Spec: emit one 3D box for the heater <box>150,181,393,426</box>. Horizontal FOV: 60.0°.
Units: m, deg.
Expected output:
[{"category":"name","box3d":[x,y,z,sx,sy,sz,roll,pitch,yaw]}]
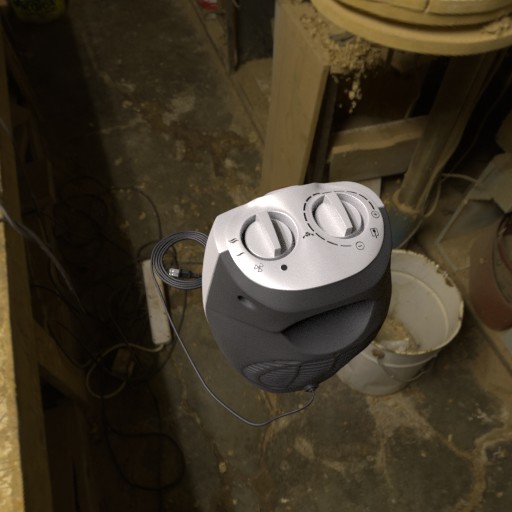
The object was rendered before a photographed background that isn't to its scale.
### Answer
[{"category":"heater","box3d":[0.000,0.000,0.480,0.239,0.240,0.291,-16,59,-10]}]
